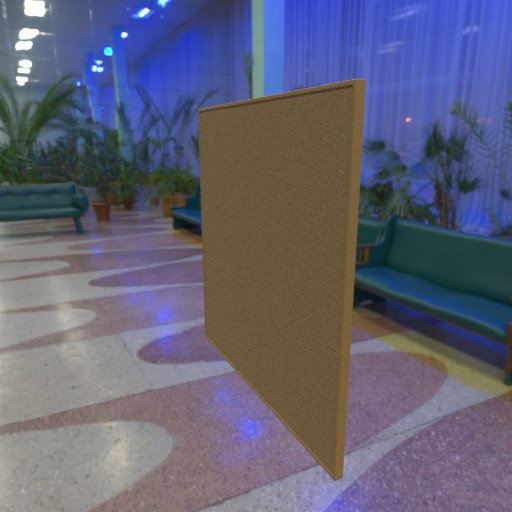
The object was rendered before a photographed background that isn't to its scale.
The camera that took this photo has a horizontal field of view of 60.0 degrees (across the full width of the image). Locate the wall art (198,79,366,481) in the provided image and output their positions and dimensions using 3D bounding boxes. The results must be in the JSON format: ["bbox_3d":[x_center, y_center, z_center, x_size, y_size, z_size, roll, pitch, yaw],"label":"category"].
[{"bbox_3d":[0.000,0.000,0.679,0.013,0.455,0.457,-7,16,-25],"label":"wall art"}]
